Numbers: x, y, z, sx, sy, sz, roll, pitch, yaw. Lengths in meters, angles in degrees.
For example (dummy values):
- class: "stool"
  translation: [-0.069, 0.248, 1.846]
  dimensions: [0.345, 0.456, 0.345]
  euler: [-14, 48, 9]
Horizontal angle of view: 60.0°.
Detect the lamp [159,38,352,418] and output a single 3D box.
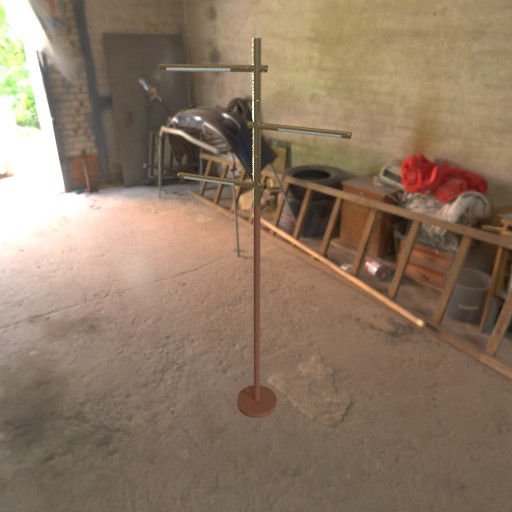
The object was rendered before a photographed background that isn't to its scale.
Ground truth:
- class: "lamp"
  translation: [0.000, 0.000, 1.931]
  dimensions: [0.737, 1.704, 0.209]
  euler: [8, 27, 16]
